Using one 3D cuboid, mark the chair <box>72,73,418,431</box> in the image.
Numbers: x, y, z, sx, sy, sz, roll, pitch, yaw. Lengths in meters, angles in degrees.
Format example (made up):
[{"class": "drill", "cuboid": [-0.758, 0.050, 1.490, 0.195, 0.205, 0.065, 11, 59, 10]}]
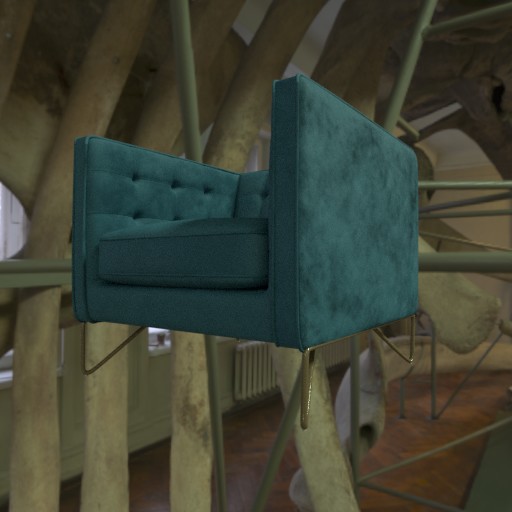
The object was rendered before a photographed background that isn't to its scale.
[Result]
[{"class": "chair", "cuboid": [0.000, 0.000, 1.535, 0.880, 0.790, 0.894, -1, -1, 36]}]
